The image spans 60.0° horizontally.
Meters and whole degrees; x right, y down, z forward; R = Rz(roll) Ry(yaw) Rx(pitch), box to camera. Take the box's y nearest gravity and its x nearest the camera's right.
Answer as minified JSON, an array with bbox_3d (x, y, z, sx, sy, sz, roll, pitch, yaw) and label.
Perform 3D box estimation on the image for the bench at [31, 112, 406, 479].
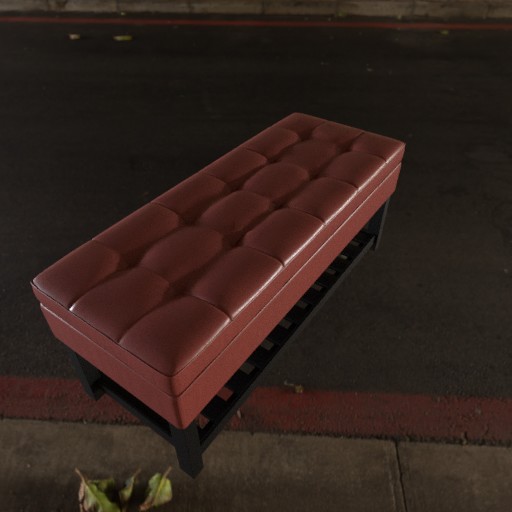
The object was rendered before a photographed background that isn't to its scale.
[{"bbox_3d":[0.000,0.000,1.330,0.432,0.460,1.105,25,47,26],"label":"bench"}]
